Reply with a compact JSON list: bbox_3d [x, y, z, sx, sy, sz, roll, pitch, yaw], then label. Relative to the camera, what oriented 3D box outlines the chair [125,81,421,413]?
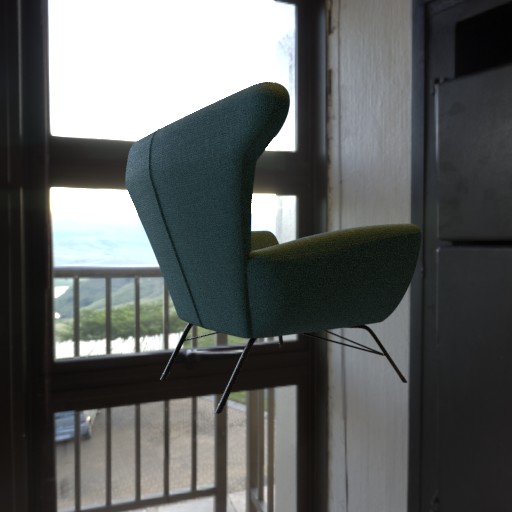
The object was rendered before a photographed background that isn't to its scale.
[{"bbox_3d":[0.000,0.000,1.765,0.900,0.980,1.050,-1,1,-36],"label":"chair"}]
